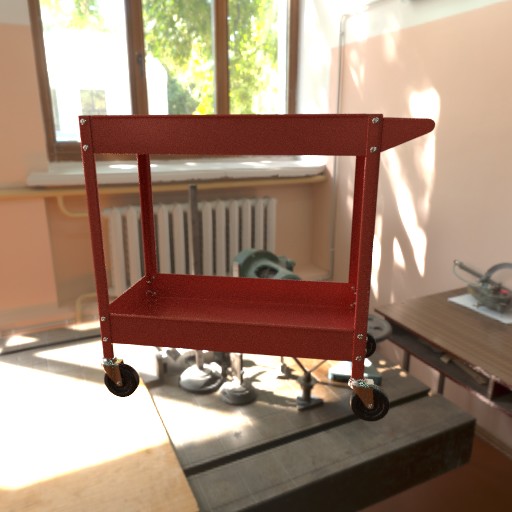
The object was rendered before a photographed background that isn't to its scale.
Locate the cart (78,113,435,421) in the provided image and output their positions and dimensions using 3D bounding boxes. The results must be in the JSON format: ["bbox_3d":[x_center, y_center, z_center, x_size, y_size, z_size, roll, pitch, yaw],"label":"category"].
[{"bbox_3d":[0.000,0.000,1.197,0.779,0.719,0.366,2,16,9],"label":"cart"}]
